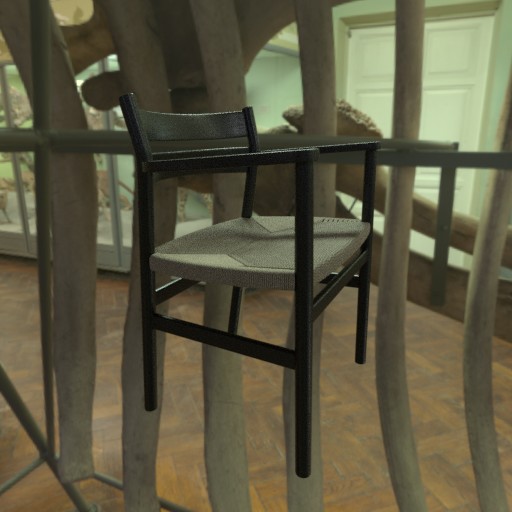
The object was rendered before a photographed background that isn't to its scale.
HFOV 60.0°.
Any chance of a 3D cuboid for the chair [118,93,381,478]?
[{"bbox_3d":[0.000,0.000,1.161,0.508,0.775,0.630,8,17,25],"label":"chair"}]
